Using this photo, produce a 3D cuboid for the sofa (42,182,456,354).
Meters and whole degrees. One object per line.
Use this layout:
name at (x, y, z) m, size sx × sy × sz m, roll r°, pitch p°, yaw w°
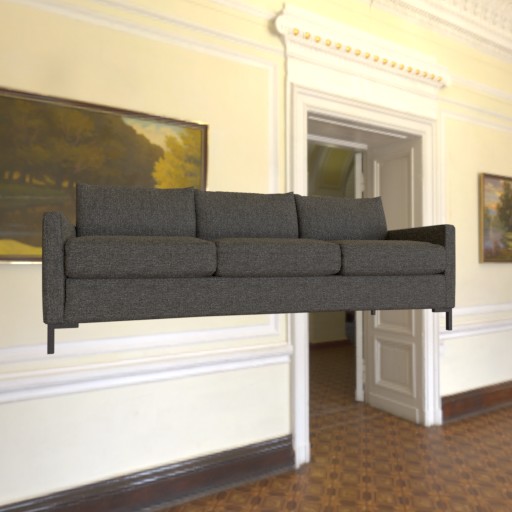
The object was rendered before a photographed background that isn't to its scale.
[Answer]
sofa at (0.000, 0.000, 2.656) m, size 2.253 × 0.879 × 0.876 m, roll 0°, pitch -1°, yaw -18°
